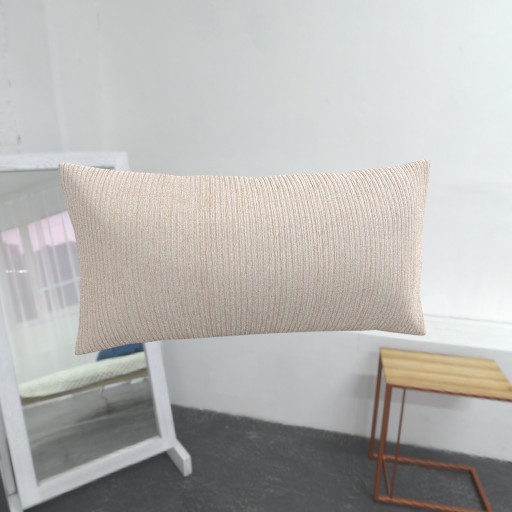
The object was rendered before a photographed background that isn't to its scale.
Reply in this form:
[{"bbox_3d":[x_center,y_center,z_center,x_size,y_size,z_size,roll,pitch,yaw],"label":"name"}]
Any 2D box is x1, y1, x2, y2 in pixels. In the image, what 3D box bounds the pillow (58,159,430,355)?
[{"bbox_3d":[0.000,0.000,0.738,0.608,0.307,0.155,-2,17,-7],"label":"pillow"}]
